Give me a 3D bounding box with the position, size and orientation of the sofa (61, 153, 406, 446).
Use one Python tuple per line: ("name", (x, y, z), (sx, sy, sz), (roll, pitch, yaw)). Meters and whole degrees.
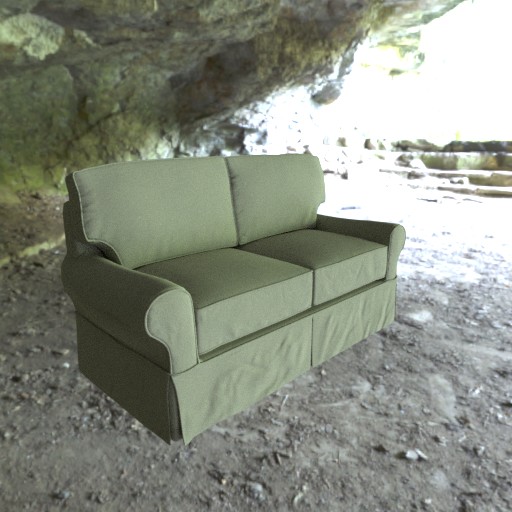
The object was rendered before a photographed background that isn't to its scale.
("sofa", (0.000, 0.000, 2.353), (1.823, 1.024, 0.841), (-15, 21, -43))
